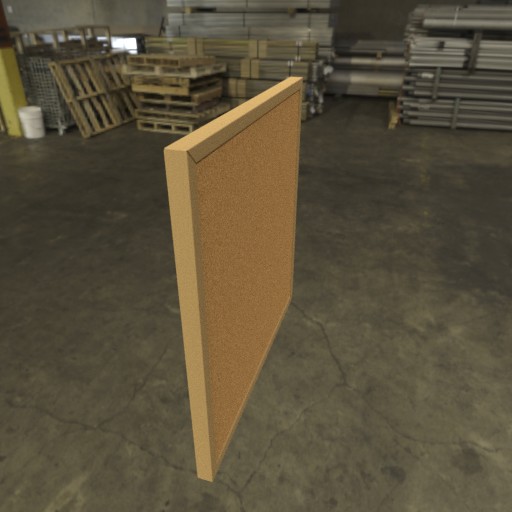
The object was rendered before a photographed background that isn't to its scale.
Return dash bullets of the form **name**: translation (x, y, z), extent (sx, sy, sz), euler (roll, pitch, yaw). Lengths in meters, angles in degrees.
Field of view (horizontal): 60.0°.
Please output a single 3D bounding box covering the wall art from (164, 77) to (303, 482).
- **wall art**: translation (0.000, 0.000, 1.136), extent (0.037, 0.761, 0.761), euler (9, 31, 15)
